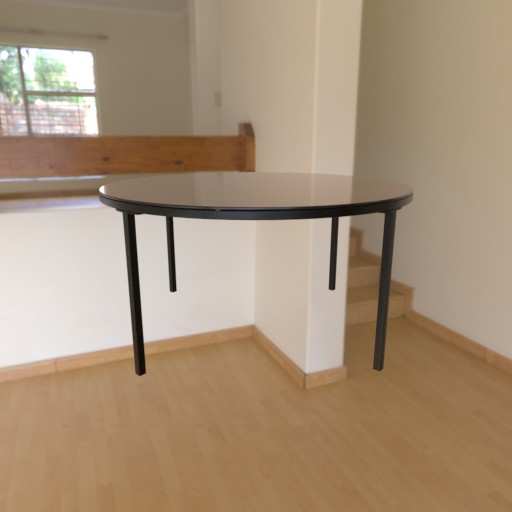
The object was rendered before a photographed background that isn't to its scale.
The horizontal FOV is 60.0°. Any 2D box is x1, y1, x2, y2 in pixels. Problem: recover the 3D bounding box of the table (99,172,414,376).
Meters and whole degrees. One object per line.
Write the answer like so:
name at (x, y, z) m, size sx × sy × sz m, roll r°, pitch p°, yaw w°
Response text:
table at (0.000, 0.000, 1.240) m, size 0.800 × 0.400 × 0.800 m, roll 0°, pitch 15°, yaw 0°
